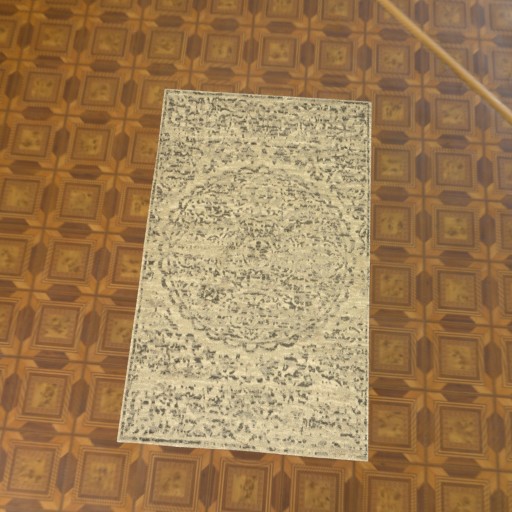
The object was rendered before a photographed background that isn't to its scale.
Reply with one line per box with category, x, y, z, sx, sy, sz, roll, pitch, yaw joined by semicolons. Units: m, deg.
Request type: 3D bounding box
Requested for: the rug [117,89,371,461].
rug;0.000;0.000;2.976;1.527;0.021;2.447;4;76;1
